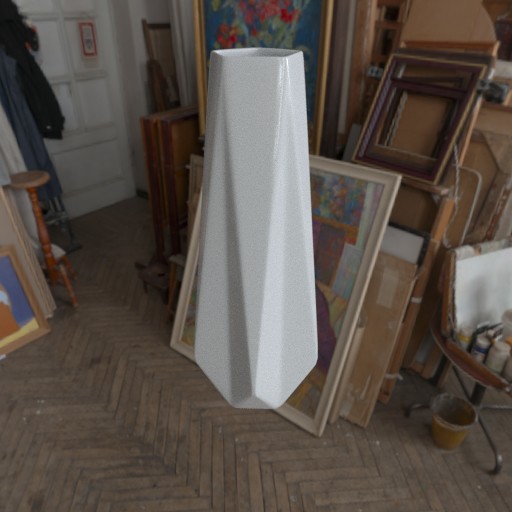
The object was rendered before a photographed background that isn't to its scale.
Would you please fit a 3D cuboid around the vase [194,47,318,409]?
[{"bbox_3d":[0.000,0.000,0.394,0.122,0.329,0.116,1,30,2],"label":"vase"}]
